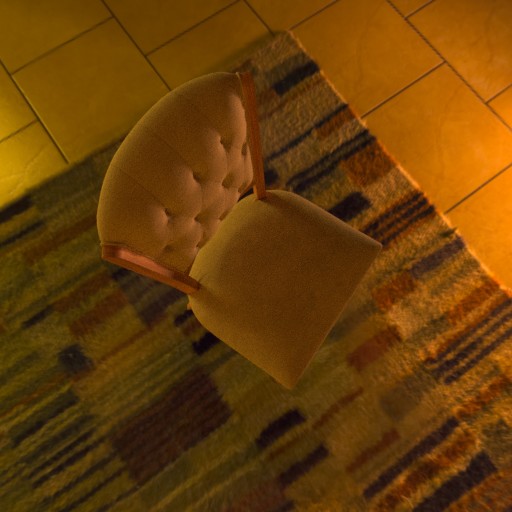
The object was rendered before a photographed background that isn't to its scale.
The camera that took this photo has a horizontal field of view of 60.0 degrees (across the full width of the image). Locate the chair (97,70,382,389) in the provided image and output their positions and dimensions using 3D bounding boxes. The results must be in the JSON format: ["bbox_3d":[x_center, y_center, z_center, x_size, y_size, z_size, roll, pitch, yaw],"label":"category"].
[{"bbox_3d":[0.000,0.000,1.265,0.584,0.905,0.513,34,79,8],"label":"chair"}]
